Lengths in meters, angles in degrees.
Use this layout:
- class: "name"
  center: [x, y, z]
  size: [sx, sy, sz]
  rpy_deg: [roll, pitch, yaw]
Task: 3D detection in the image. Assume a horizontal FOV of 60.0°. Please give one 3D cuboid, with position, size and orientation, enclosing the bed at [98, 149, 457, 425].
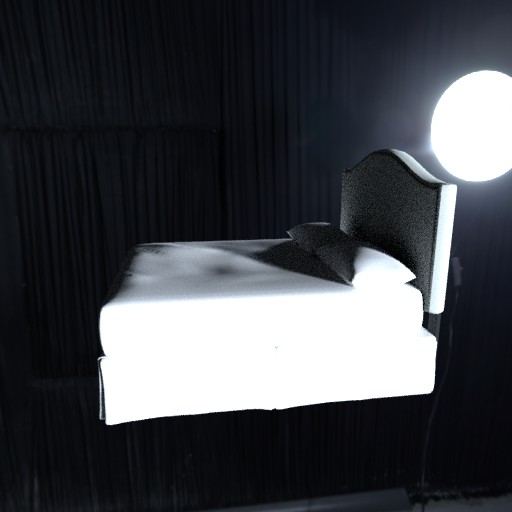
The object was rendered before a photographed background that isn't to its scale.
- class: "bed"
  center: [0.000, 0.000, 3.435]
  size: [2.180, 1.607, 1.813]
  rpy_deg: [-2, 14, -8]
